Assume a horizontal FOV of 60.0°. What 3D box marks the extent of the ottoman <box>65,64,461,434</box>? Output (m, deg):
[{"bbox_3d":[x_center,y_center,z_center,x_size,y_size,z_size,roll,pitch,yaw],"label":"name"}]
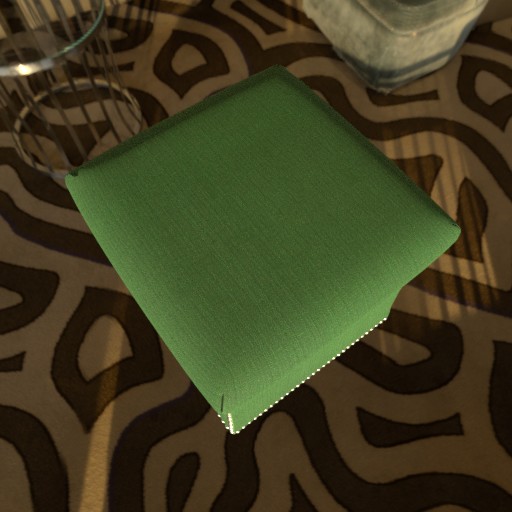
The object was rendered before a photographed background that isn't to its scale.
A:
[{"bbox_3d":[0.000,0.000,0.915,0.497,0.475,0.507,-33,67,-16],"label":"ottoman"}]
